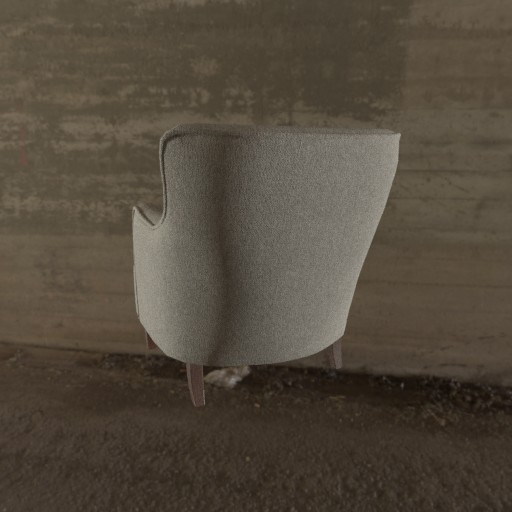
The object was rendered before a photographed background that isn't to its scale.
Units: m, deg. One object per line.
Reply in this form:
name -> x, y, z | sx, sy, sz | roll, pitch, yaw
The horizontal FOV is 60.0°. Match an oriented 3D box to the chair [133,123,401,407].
chair -> 0.000, 0.000, 1.651 | 0.820, 0.920, 0.910 | -7, 15, -26
